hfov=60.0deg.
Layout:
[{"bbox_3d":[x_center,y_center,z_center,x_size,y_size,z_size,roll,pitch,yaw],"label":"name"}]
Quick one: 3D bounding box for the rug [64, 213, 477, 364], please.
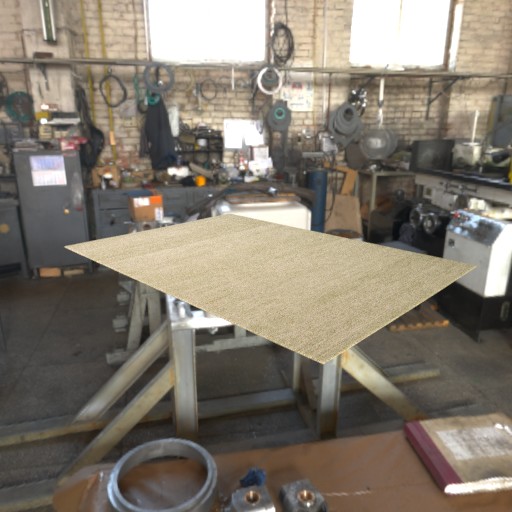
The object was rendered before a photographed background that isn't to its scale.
[{"bbox_3d":[0.000,0.000,5.123,3.935,0.025,2.782,16,23,42],"label":"rug"}]
